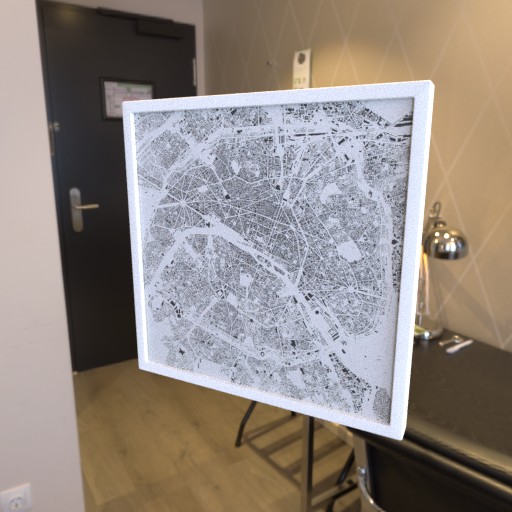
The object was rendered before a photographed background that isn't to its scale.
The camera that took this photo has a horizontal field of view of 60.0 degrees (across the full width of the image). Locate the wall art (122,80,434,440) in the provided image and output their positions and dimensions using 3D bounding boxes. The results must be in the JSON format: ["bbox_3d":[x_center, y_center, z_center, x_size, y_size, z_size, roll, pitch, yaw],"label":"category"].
[{"bbox_3d":[0.000,0.000,0.735,0.508,0.508,0.038,6,14,26],"label":"wall art"}]
